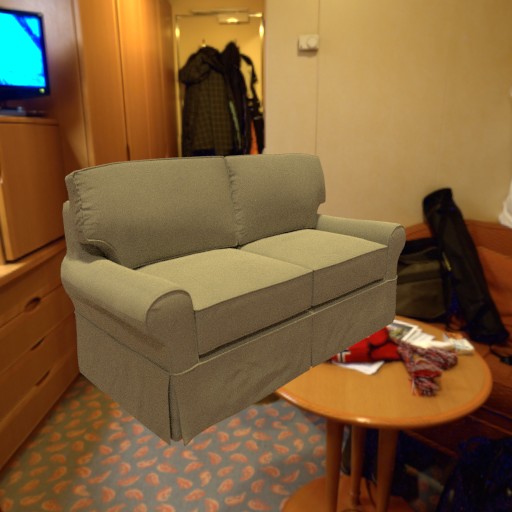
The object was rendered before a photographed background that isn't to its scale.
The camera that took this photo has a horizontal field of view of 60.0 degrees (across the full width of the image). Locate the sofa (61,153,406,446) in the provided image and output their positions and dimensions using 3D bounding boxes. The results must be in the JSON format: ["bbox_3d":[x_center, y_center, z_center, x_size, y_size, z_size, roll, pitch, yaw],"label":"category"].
[{"bbox_3d":[0.000,0.000,2.353,1.823,1.024,0.841,-15,21,-43],"label":"sofa"}]
